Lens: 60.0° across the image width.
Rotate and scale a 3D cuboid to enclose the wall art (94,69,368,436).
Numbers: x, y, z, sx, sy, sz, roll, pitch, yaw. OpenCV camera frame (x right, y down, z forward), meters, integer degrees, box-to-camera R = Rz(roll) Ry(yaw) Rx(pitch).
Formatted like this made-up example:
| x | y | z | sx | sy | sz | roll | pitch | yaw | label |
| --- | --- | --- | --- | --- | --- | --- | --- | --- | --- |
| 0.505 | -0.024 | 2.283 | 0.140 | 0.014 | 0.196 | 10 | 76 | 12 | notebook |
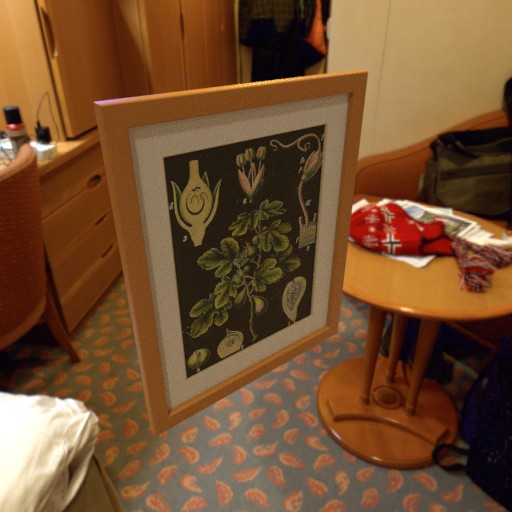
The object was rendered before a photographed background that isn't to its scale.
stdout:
| x | y | z | sx | sy | sz | roll | pitch | yaw | label |
| --- | --- | --- | --- | --- | --- | --- | --- | --- | --- |
| 0.000 | 0.000 | 0.516 | 0.310 | 0.379 | 0.015 | -21 | 36 | -32 | wall art |
